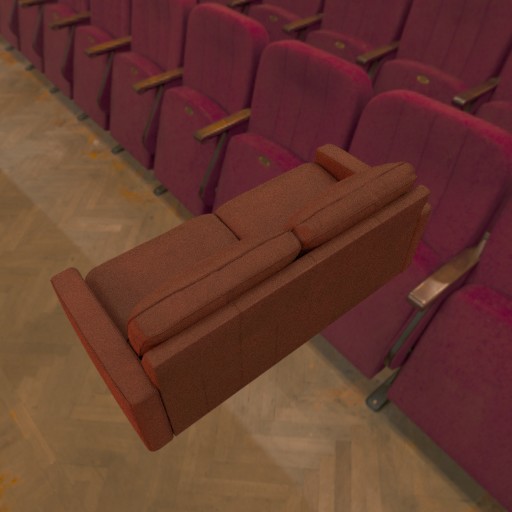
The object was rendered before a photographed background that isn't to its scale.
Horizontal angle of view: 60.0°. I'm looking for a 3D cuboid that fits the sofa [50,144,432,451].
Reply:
[{"bbox_3d":[0.000,0.000,2.598,2.080,0.919,0.940,-30,54,-25],"label":"sofa"}]
